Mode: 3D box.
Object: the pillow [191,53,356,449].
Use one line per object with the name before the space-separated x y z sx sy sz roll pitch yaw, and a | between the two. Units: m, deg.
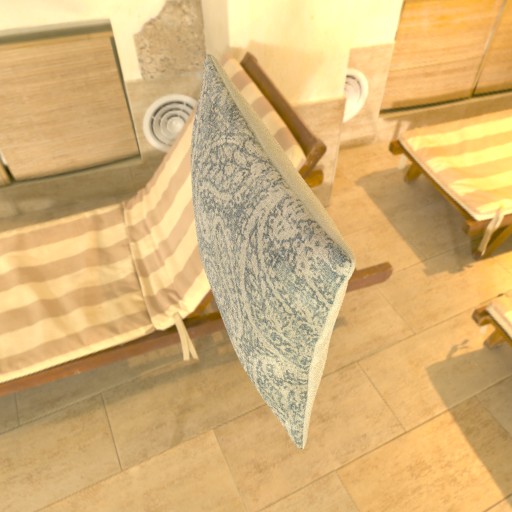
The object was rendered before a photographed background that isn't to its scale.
pillow | 0.000 0.000 0.783 0.166 0.510 0.523 -15 49 -13
